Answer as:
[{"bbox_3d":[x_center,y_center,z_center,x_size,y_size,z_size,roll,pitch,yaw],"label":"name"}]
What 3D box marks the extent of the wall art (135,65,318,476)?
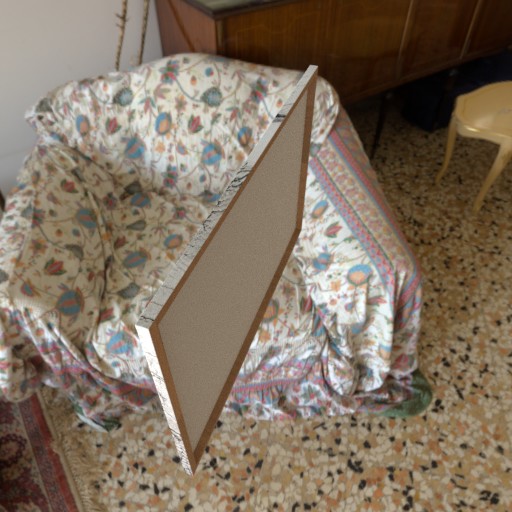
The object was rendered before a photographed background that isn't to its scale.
[{"bbox_3d":[0.000,0.000,1.131,0.023,0.607,0.914,15,48,14],"label":"wall art"}]
